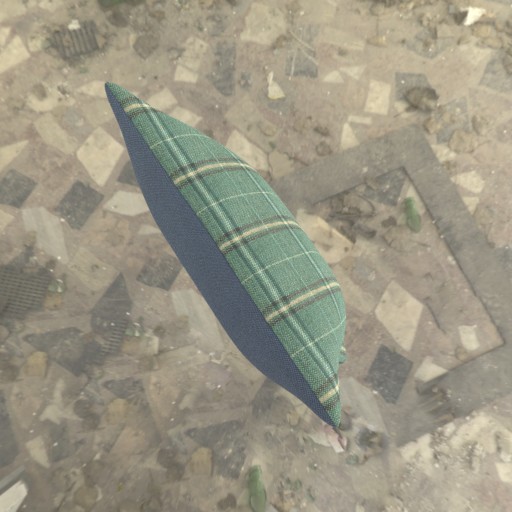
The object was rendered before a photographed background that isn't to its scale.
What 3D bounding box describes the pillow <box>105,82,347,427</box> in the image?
[{"bbox_3d":[0.000,0.000,0.683,0.200,0.430,0.453,-33,79,-7],"label":"pillow"}]
